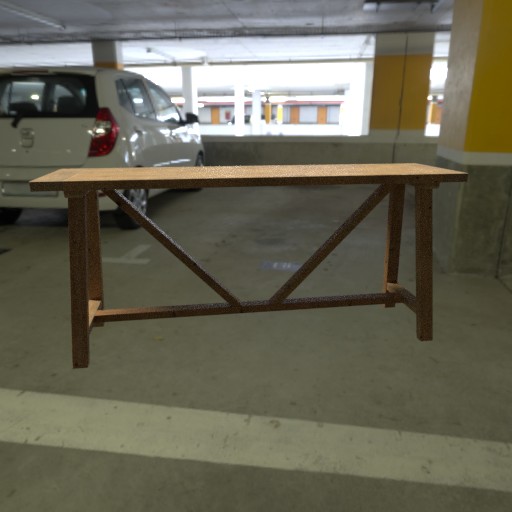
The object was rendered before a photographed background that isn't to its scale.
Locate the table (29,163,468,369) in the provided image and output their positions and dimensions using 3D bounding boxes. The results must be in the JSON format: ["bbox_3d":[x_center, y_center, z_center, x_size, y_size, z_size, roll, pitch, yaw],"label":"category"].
[{"bbox_3d":[0.000,0.000,2.136,1.800,0.810,0.465,-3,17,-8],"label":"table"}]
